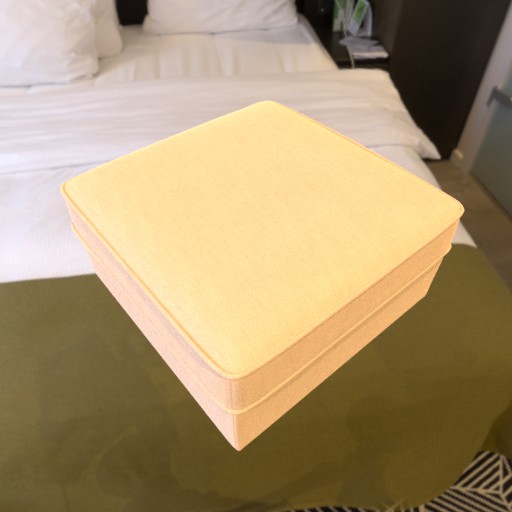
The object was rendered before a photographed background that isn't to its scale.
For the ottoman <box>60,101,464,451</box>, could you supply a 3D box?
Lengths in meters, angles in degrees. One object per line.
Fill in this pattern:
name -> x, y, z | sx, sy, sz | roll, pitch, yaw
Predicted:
ottoman -> 0.000, 0.000, 1.024 | 0.613, 0.438, 0.616 | -31, 53, -27
